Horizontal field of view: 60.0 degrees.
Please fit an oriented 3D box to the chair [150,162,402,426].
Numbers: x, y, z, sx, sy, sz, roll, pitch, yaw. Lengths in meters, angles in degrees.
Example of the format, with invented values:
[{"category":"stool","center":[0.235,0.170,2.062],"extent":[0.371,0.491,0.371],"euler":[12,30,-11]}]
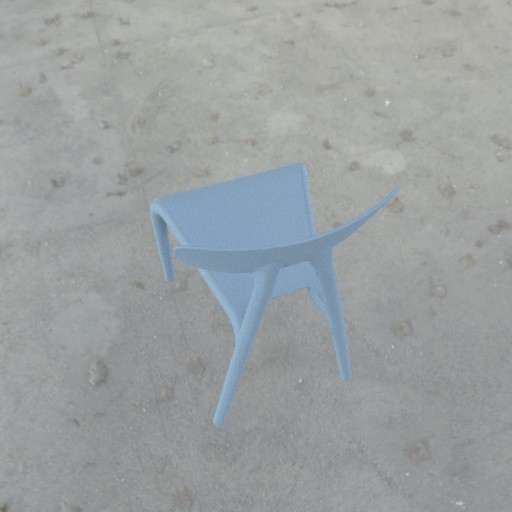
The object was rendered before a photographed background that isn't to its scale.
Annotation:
[{"category":"chair","center":[0.000,0.000,0.822],"extent":[0.356,0.580,0.401],"euler":[-16,58,-10]}]
